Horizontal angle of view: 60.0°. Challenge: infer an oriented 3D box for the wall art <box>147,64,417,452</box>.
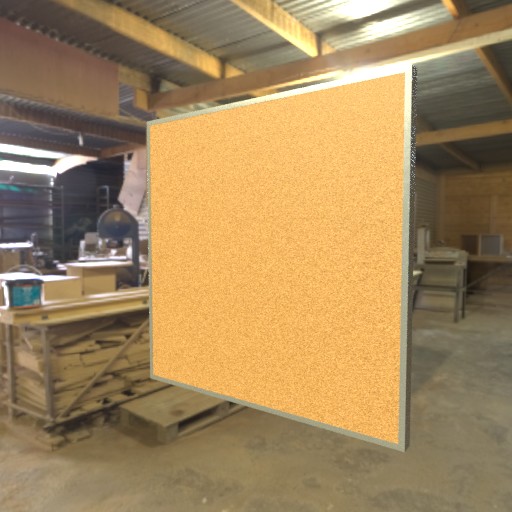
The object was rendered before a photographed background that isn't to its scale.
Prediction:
[{"bbox_3d":[0.000,0.000,1.172,0.809,0.807,0.038,2,4,36],"label":"wall art"}]
